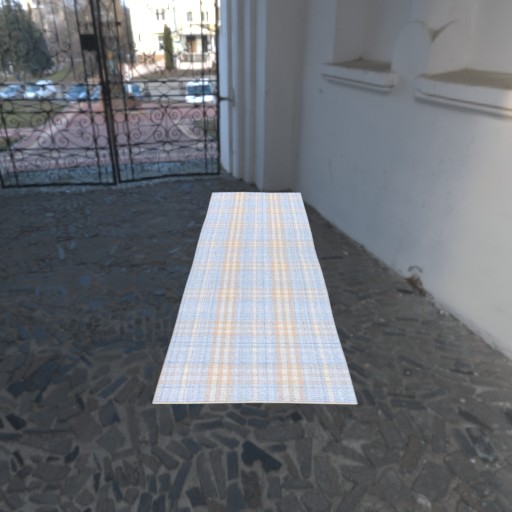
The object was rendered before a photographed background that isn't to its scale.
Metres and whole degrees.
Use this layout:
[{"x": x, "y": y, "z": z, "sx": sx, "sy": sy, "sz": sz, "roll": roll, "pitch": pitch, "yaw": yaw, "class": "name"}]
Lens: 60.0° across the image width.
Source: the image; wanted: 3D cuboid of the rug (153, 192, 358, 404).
[{"x": 0.000, "y": 0.000, "z": 2.735, "sx": 0.762, "sy": 0.013, "sz": 2.439, "roll": 0, "pitch": 27, "yaw": 0, "class": "rug"}]
